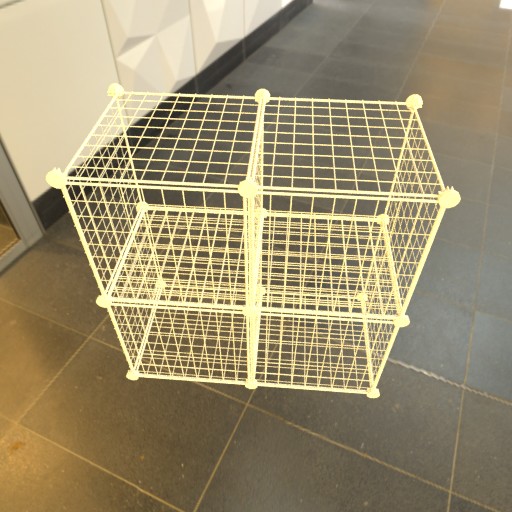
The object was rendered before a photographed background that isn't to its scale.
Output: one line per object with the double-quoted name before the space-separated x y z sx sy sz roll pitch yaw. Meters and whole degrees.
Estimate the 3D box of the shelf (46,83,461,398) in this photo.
"shelf" 0.000 0.000 1.125 0.711 0.711 0.356 3 45 3
